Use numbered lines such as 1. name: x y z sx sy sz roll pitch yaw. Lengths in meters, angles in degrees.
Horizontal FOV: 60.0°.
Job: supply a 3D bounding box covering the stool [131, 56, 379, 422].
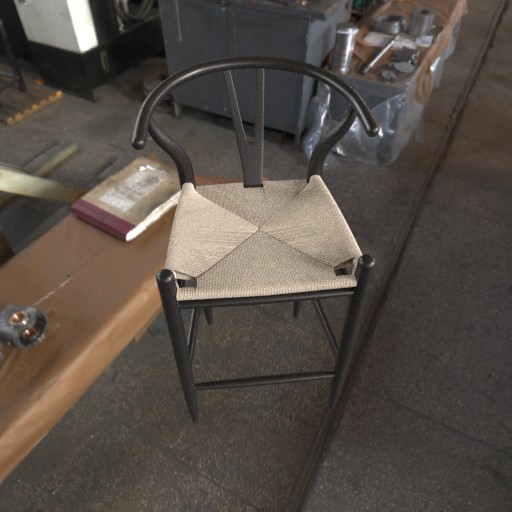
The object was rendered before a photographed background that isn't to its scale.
1. stool: 0.000 0.000 1.345 0.569 0.970 0.579 -4 46 -4
